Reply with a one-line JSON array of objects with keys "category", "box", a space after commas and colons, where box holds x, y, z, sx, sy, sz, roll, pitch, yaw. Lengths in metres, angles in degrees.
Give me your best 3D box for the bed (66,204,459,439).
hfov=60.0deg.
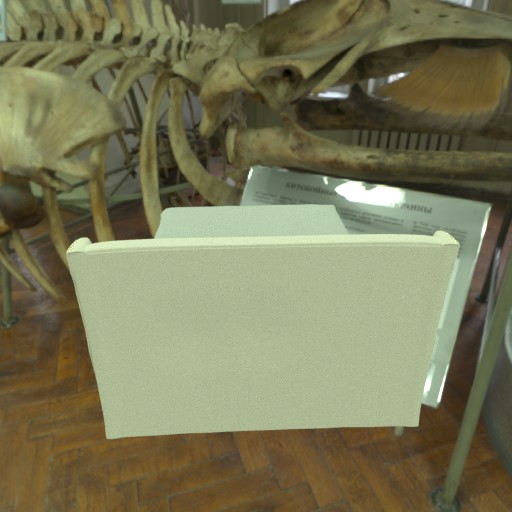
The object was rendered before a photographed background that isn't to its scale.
[{"category": "bed", "box": [0.000, 0.000, 3.410, 1.925, 1.332, 2.276, -1, 28, -2]}]
